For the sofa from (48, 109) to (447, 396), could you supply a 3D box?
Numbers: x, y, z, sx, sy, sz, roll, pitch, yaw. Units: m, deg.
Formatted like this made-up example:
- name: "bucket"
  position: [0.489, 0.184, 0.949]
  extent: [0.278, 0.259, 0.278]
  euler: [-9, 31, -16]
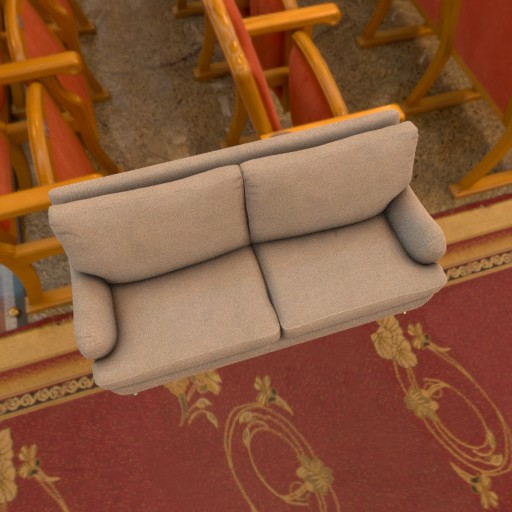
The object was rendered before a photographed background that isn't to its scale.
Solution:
- name: "sofa"
  position: [0.000, 0.000, 2.769]
  extent: [2.193, 1.096, 1.069]
  euler: [-15, 65, -7]
